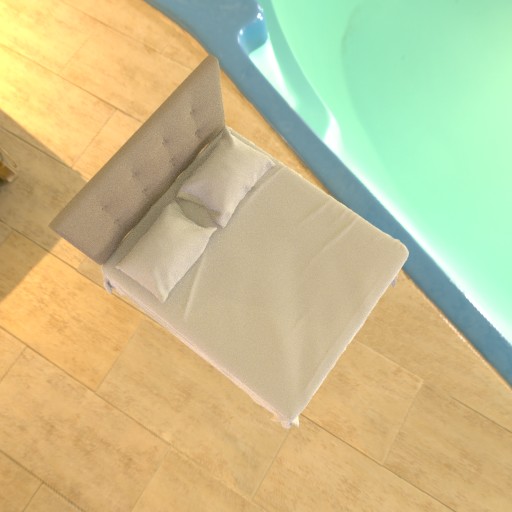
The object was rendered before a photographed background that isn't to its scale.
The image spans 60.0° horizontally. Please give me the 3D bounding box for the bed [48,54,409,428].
[{"bbox_3d":[0.000,0.000,3.521,2.222,1.577,1.936,36,77,10],"label":"bed"}]
